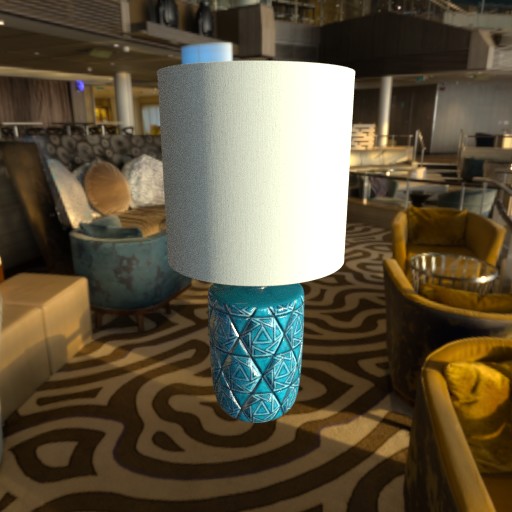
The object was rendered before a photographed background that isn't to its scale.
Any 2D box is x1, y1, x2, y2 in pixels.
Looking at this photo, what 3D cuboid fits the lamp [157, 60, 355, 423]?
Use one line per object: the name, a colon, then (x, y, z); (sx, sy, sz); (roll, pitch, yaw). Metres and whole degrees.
lamp: (0.000, 0.000, 0.494); (0.193, 0.377, 0.193); (-2, 17, -8)
